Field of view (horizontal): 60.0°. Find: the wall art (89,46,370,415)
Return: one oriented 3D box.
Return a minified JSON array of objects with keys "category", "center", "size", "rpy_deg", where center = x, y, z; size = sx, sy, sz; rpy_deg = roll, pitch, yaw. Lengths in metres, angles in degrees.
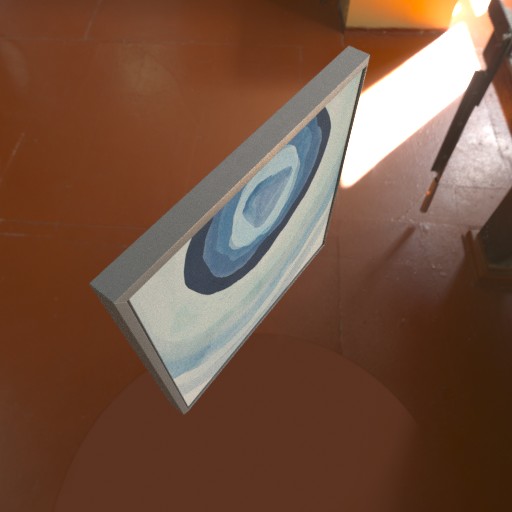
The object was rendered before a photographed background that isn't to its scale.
[{"category":"wall art","center":[0.000,0.000,0.527],"size":[0.028,0.349,0.349],"rpy_deg":[33,64,19]}]
